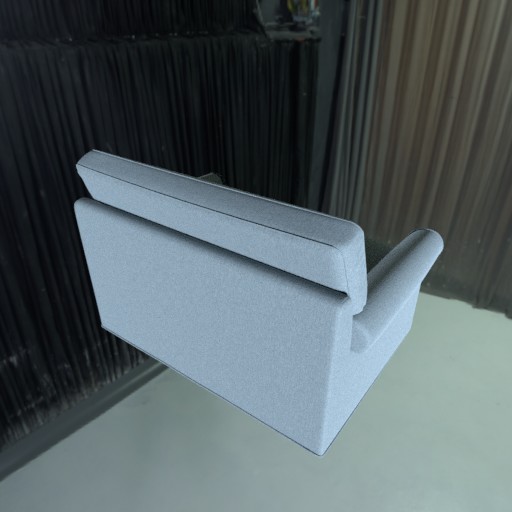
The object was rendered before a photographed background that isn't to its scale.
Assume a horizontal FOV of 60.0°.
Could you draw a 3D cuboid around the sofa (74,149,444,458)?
[{"bbox_3d":[0.000,0.000,2.042,1.410,0.953,0.940,20,35,31],"label":"sofa"}]
